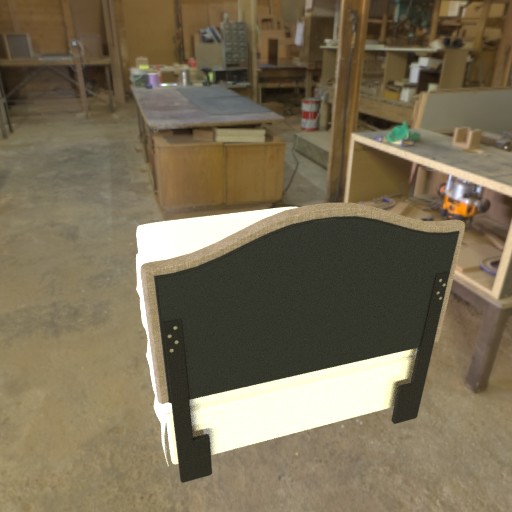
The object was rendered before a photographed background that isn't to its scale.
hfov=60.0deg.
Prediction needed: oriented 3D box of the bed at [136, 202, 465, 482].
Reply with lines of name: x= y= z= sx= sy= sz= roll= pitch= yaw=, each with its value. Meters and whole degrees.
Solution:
bed: x=0.000 y=0.000 z=3.210 sx=1.713 sy=1.518 sz=2.153 roll=-8 pitch=28 yaw=-16
